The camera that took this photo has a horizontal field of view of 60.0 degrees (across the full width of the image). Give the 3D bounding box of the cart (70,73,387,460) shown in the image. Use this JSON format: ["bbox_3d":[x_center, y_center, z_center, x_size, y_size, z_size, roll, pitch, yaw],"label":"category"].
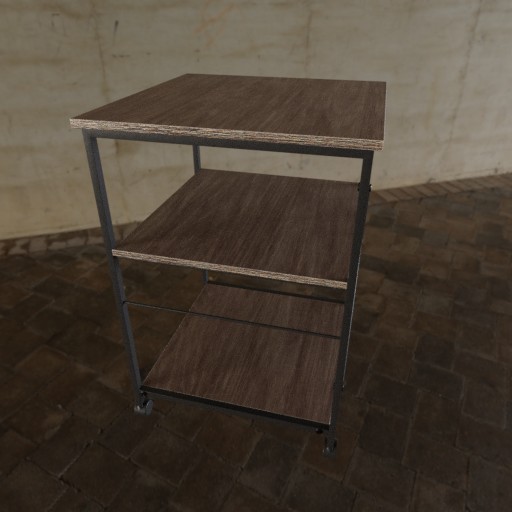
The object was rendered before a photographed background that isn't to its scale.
[{"bbox_3d":[0.000,0.000,1.108,0.520,0.762,0.521,8,31,13],"label":"cart"}]
